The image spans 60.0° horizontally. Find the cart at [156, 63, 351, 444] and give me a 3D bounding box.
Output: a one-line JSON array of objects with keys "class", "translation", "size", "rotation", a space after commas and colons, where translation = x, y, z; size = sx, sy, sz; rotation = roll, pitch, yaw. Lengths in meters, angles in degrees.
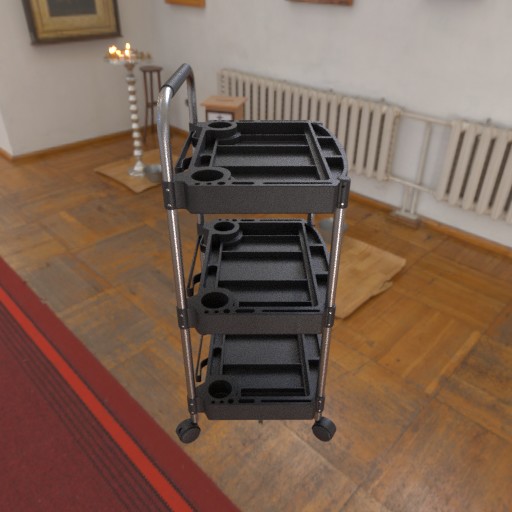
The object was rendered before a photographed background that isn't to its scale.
[{"class": "cart", "translation": [0.000, 0.000, 1.389], "size": [0.518, 1.075, 0.584], "rotation": [0, 31, 0]}]
